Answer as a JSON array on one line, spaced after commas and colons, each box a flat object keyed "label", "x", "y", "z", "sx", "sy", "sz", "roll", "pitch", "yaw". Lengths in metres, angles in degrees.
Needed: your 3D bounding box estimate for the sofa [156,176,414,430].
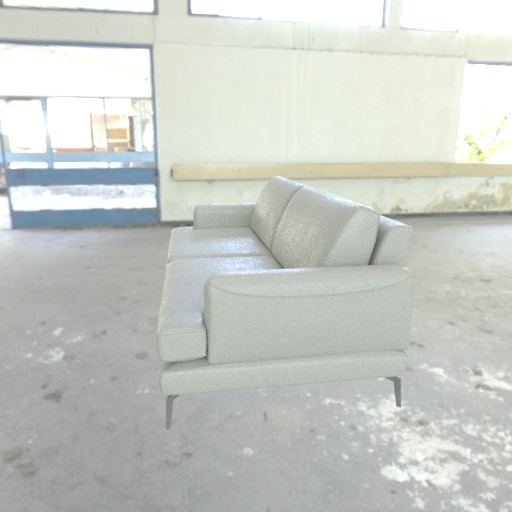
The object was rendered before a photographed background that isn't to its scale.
[{"label": "sofa", "x": 0.000, "y": 0.000, "z": 2.444, "sx": 0.974, "sy": 0.765, "sz": 1.940, "roll": -2, "pitch": 14, "yaw": -9}]
